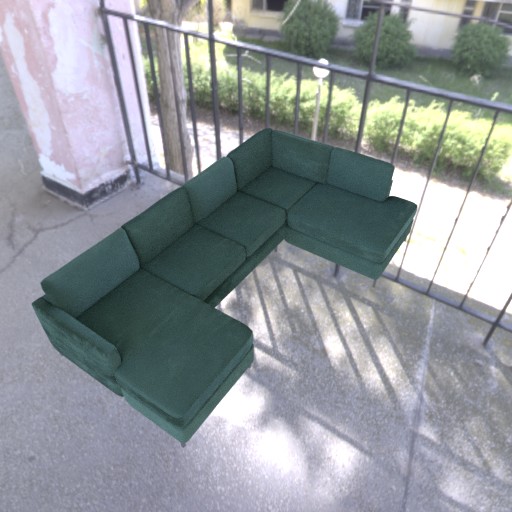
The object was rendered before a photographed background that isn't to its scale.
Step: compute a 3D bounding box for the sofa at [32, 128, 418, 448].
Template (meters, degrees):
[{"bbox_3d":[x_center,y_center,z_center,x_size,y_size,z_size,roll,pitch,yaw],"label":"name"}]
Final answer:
[{"bbox_3d":[0.000,0.000,4.309,2.055,0.992,3.434,25,47,25],"label":"sofa"}]
